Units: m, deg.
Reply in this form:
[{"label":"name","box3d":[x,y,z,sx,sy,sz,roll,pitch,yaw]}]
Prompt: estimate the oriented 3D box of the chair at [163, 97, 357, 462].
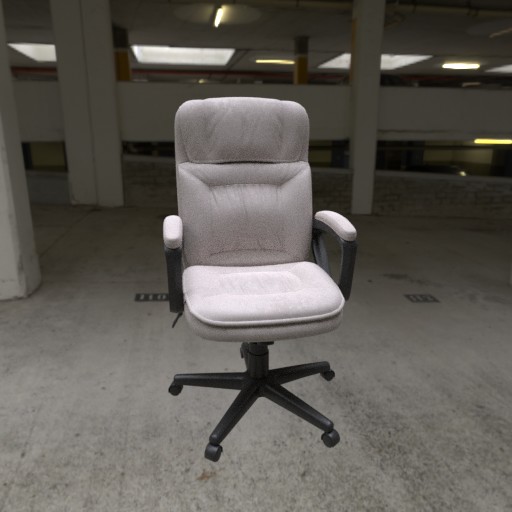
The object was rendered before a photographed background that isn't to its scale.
[{"label":"chair","box3d":[0.000,0.000,1.569,0.667,1.105,0.724,-3,16,-9]}]
